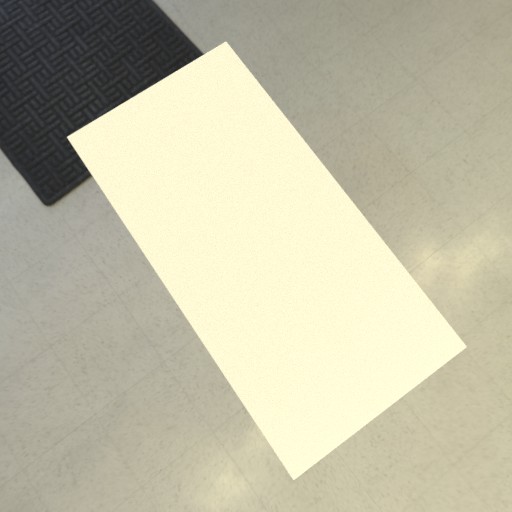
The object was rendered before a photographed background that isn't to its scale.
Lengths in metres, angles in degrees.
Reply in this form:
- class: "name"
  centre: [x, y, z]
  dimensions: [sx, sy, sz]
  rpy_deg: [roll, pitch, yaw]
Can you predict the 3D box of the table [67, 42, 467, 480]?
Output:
- class: "table"
  centre: [0.000, 0.000, 1.304]
  dimensions: [0.500, 0.440, 1.000]
  rpy_deg: [-34, 79, -7]
